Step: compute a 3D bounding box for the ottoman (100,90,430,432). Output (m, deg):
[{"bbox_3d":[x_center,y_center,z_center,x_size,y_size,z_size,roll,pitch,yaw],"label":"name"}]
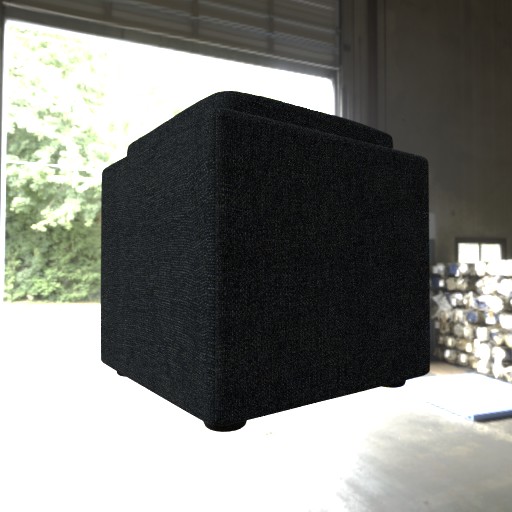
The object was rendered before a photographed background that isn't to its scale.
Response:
[{"bbox_3d":[0.000,0.000,0.833,0.450,0.460,0.450,1,-1,-36],"label":"ottoman"}]
